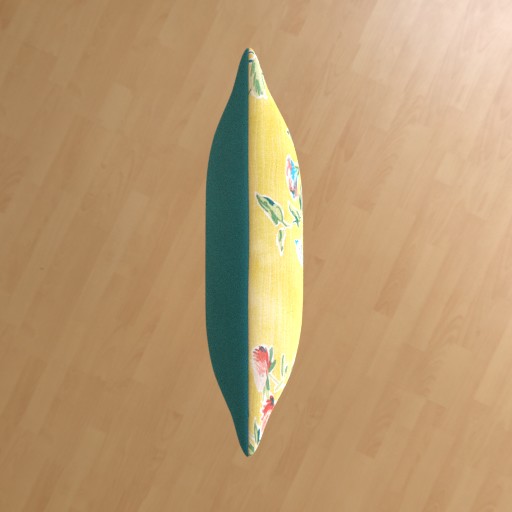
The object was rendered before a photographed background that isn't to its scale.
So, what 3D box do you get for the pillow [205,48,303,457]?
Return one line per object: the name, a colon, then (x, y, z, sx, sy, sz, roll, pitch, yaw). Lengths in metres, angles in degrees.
pillow: (0.000, 0.000, 0.815, 0.166, 0.508, 0.525, 0, 88, 1)
